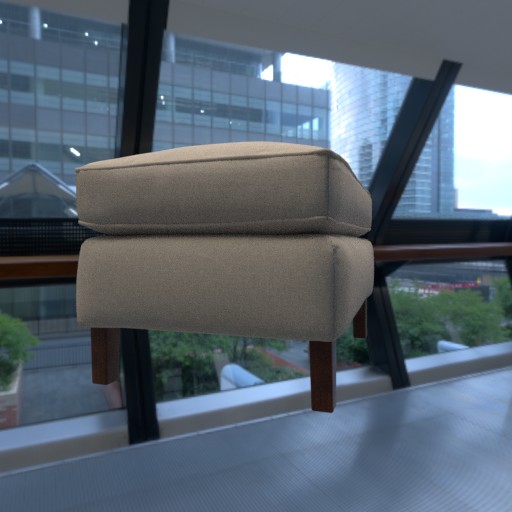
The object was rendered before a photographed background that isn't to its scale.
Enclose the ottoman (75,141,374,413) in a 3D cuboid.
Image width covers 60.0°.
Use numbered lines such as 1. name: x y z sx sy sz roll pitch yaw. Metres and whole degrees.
1. ottoman: 0.000 0.000 1.006 0.501 0.456 0.665 1 2 19
